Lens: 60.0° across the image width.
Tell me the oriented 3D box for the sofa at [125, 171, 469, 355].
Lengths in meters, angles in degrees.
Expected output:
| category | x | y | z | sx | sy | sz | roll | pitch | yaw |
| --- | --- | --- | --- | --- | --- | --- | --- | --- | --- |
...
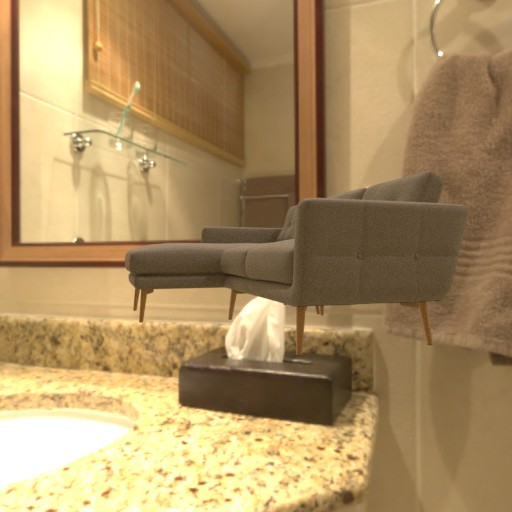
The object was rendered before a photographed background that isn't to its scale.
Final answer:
| category | x | y | z | sx | sy | sz | roll | pitch | yaw |
| --- | --- | --- | --- | --- | --- | --- | --- | --- | --- |
| sofa | 0.000 | 0.000 | 2.821 | 1.530 | 0.860 | 2.040 | 0 | 0 | -19 |
